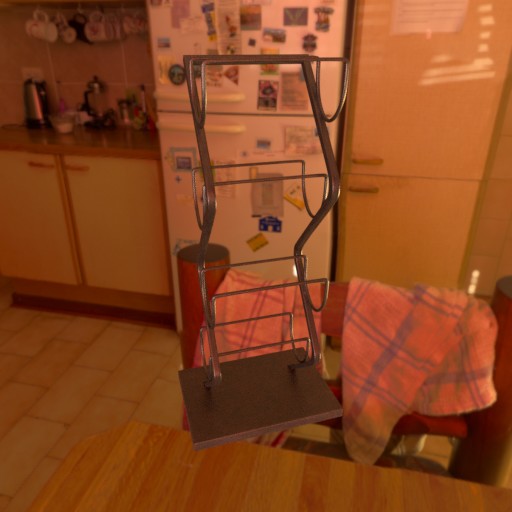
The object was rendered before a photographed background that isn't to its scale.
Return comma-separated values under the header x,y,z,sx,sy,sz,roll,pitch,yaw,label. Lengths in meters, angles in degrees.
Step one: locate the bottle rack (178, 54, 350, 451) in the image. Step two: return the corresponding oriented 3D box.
x,y,z,sx,sy,sz,roll,pitch,yaw,label
0.000,0.000,0.677,0.254,0.559,0.178,-7,27,-15,bottle rack
